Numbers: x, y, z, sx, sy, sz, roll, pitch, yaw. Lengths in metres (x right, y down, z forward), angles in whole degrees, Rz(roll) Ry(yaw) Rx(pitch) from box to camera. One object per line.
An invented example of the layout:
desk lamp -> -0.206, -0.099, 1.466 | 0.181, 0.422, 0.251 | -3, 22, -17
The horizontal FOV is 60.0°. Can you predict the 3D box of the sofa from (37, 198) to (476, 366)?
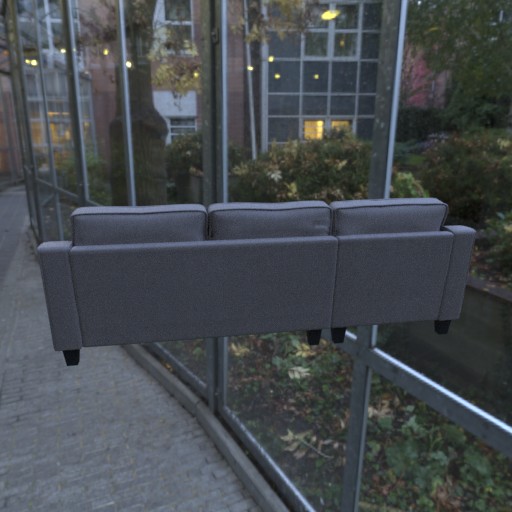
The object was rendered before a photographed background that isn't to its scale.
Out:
sofa -> 0.000, 0.000, 3.212 | 2.561, 0.928, 1.294 | -3, 16, -10
